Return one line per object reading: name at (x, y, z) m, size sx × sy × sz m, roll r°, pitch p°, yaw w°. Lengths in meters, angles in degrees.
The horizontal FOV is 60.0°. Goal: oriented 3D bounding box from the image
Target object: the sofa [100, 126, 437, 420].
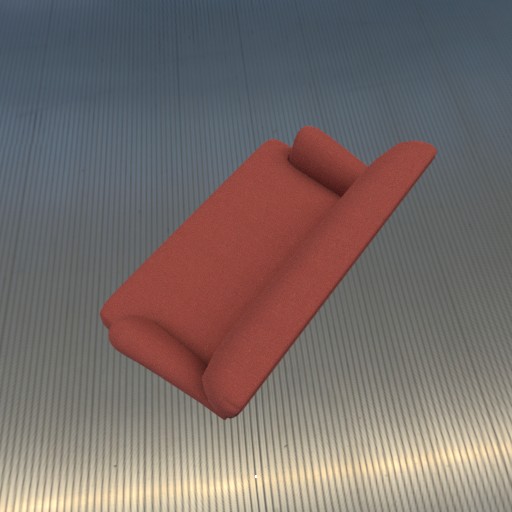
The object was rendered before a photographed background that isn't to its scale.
sofa at (0.000, 0.000, 1.881) m, size 0.779 × 0.889 × 1.297 m, roll 35°, pitch 69°, yaw 16°
